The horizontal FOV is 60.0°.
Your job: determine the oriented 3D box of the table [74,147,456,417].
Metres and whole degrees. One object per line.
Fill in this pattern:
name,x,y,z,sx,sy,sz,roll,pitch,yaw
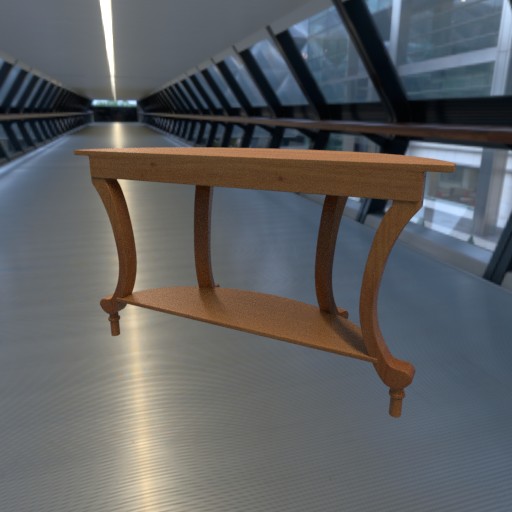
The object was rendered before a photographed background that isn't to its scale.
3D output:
table,0.000,0.000,1.513,1.198,0.692,0.394,9,19,26
